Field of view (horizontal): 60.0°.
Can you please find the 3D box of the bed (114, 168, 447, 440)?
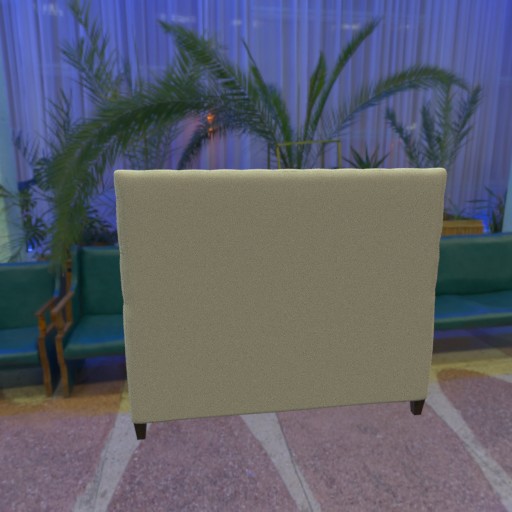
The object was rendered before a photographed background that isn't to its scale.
[{"bbox_3d":[0.000,0.000,3.455,1.698,1.427,2.387,-2,14,-8],"label":"bed"}]
